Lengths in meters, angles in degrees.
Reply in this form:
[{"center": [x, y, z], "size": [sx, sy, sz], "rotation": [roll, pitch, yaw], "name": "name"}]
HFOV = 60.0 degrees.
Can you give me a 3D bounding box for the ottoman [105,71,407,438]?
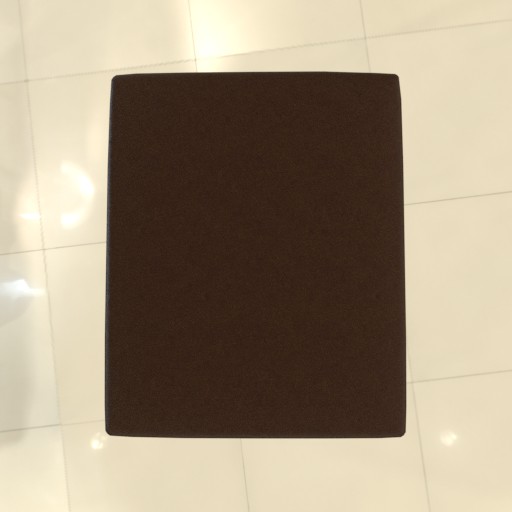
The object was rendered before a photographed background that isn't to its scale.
[{"center": [0.000, 0.000, 1.726], "size": [0.967, 0.730, 1.187], "rotation": [0, 87, 1], "name": "ottoman"}]
